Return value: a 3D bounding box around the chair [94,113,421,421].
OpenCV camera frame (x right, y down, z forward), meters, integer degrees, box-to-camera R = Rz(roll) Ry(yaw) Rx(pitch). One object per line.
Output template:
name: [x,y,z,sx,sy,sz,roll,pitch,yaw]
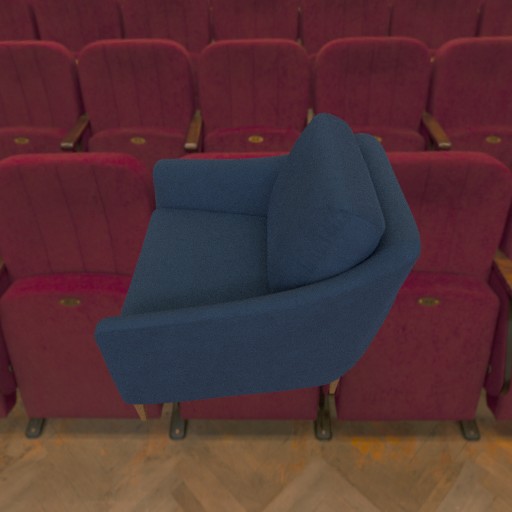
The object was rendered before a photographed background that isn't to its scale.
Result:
chair: [0.000,0.000,1.712,0.961,0.899,0.987,0,41,0]
